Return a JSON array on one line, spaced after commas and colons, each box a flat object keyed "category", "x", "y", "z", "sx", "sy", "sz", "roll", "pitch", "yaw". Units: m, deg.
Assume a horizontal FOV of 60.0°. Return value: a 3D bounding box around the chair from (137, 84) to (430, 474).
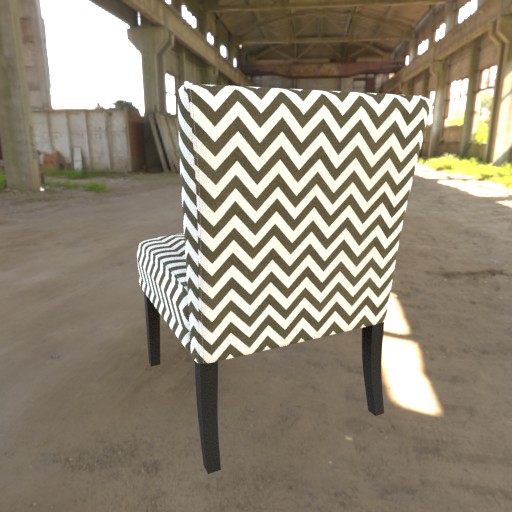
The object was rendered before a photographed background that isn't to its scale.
[{"category": "chair", "x": 0.000, "y": 0.000, "z": 1.261, "sx": 0.589, "sy": 0.838, "sz": 0.648, "roll": -7, "pitch": 17, "yaw": -25}]
